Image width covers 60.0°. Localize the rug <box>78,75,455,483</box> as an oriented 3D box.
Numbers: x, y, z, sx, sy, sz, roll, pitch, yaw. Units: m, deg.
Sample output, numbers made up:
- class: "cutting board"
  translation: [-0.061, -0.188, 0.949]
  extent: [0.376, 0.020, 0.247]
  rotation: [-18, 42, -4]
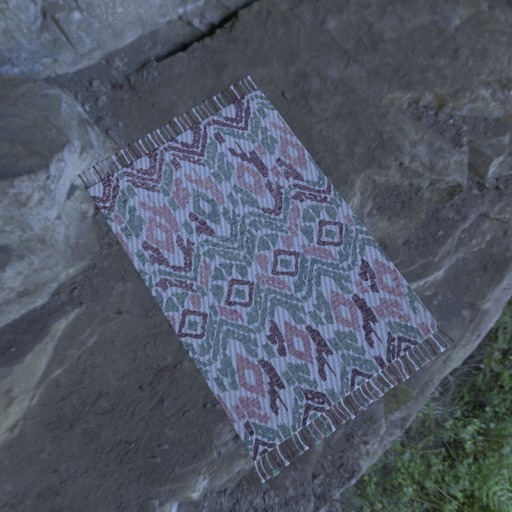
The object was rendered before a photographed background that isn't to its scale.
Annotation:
- class: "rug"
  translation: [0.000, 0.000, 3.041]
  extent: [1.524, 0.011, 2.438]
  rotation: [-33, 79, -8]
